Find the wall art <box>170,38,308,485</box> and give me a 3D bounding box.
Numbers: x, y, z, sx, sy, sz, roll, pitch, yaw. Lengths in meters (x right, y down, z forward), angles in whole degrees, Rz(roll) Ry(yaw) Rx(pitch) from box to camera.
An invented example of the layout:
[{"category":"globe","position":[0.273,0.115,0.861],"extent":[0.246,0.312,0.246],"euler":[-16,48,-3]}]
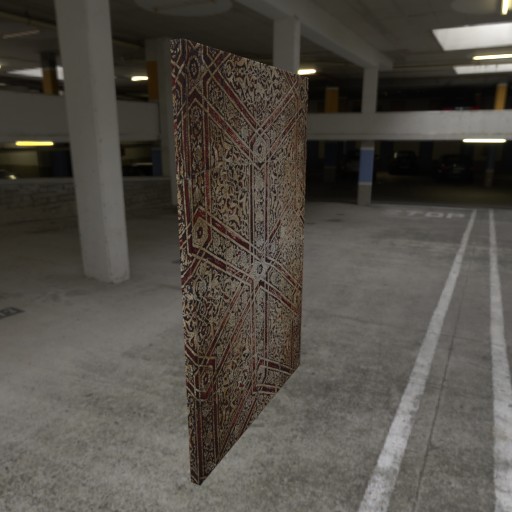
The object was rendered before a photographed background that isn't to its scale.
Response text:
[{"category":"wall art","position":[0.000,0.000,1.125],"extent":[0.030,0.904,0.599],"euler":[8,17,26]}]
